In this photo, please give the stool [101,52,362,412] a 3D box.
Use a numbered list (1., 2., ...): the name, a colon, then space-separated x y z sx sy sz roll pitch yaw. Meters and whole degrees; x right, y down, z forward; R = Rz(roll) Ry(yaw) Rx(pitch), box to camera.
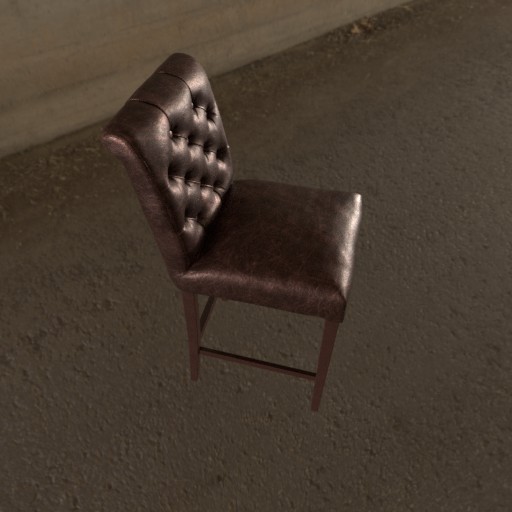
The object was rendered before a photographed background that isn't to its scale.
1. stool: 0.000 0.000 1.535 0.659 1.168 0.483 11 48 10
